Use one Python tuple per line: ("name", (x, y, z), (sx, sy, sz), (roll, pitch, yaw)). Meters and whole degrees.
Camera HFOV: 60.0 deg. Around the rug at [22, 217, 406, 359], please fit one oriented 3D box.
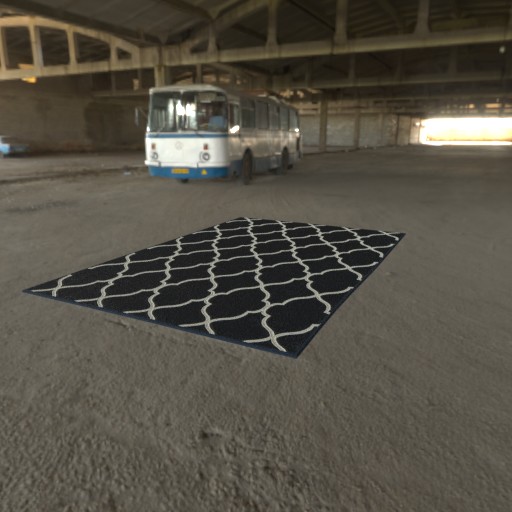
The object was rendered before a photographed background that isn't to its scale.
("rug", (0.000, 0.000, 2.906), (1.526, 0.014, 2.290), (8, 17, 26))
